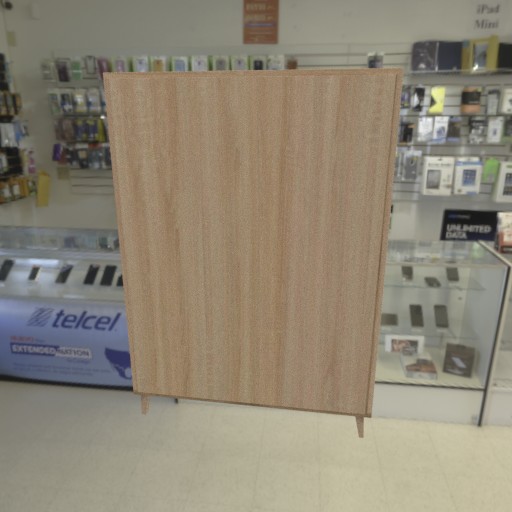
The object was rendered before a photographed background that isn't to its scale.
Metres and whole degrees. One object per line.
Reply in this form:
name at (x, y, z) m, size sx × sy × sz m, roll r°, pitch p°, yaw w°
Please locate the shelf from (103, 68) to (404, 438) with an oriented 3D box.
shelf at (0.000, 0.000, 1.858) m, size 0.995 × 1.405 × 0.434 m, roll 3°, pitch 18°, yaw 9°
